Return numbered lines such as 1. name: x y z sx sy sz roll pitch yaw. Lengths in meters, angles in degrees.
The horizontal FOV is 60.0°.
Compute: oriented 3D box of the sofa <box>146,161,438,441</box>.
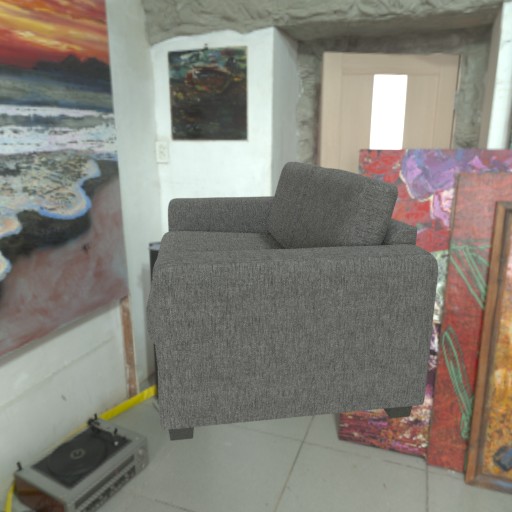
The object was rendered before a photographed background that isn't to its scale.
1. sofa: 0.000 0.000 2.019 0.900 0.800 1.520 -2 15 -9
